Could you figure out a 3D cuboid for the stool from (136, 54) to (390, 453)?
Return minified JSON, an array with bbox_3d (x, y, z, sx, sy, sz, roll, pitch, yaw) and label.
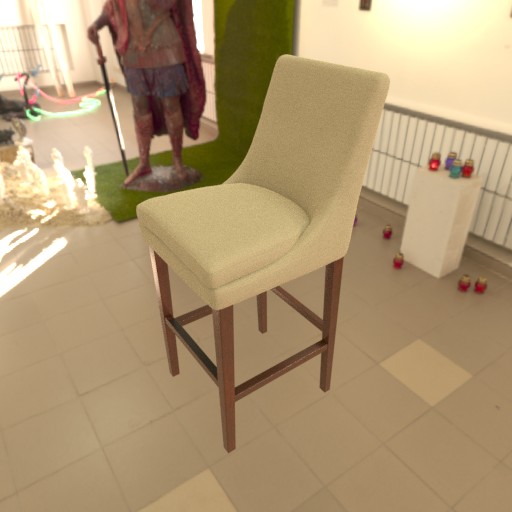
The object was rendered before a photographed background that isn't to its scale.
[{"bbox_3d":[0.000,0.000,1.385,0.577,1.078,0.470,-21,38,-29],"label":"stool"}]
